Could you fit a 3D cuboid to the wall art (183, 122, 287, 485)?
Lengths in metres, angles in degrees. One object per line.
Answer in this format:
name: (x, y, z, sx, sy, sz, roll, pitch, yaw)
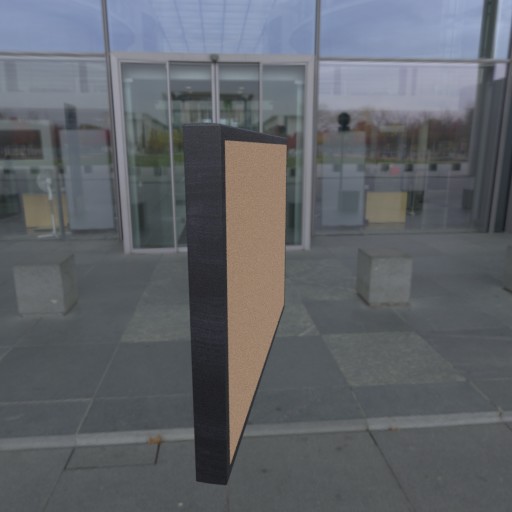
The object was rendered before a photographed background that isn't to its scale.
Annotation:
wall art: (0.000, 0.000, 0.765, 0.038, 0.409, 0.610, 2, 14, 10)
